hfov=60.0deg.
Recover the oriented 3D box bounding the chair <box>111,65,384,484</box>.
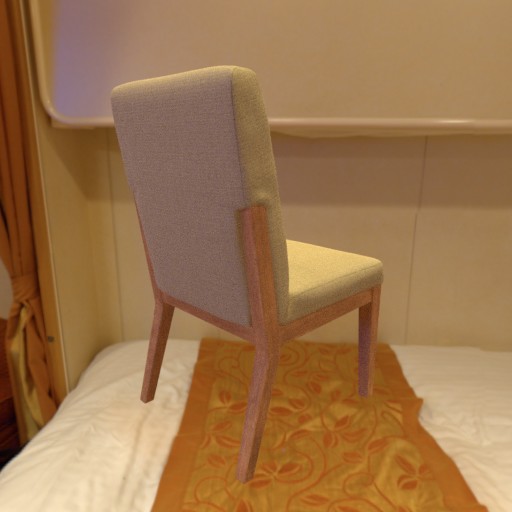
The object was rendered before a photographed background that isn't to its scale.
[{"bbox_3d":[0.000,0.000,1.257,0.586,0.911,0.507,-14,20,-42],"label":"chair"}]
